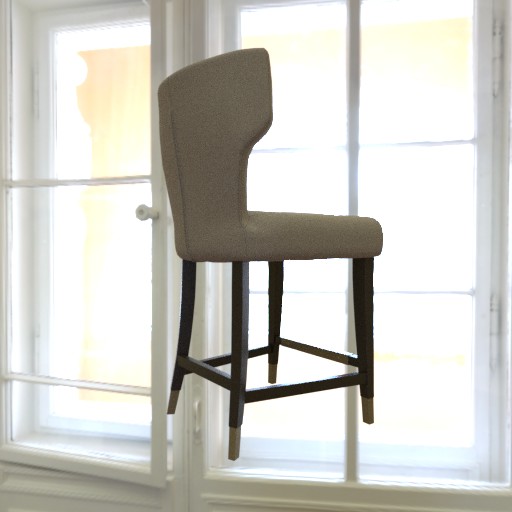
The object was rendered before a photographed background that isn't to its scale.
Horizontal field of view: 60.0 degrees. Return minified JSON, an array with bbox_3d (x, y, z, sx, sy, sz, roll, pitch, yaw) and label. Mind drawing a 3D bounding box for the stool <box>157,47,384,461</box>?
[{"bbox_3d":[0.000,0.000,1.334,0.563,0.982,0.527,-1,2,-36],"label":"stool"}]
